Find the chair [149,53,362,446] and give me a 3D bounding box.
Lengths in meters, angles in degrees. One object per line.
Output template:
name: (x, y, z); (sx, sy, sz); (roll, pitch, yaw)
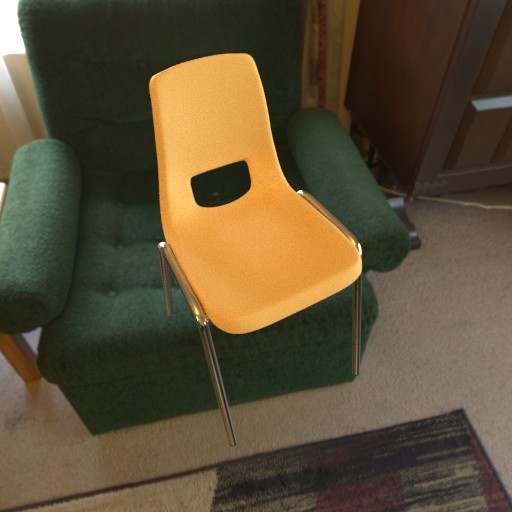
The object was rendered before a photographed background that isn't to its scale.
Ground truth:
chair: (0.000, 0.000, 0.965); (0.381, 0.704, 0.436); (-23, 51, -20)
